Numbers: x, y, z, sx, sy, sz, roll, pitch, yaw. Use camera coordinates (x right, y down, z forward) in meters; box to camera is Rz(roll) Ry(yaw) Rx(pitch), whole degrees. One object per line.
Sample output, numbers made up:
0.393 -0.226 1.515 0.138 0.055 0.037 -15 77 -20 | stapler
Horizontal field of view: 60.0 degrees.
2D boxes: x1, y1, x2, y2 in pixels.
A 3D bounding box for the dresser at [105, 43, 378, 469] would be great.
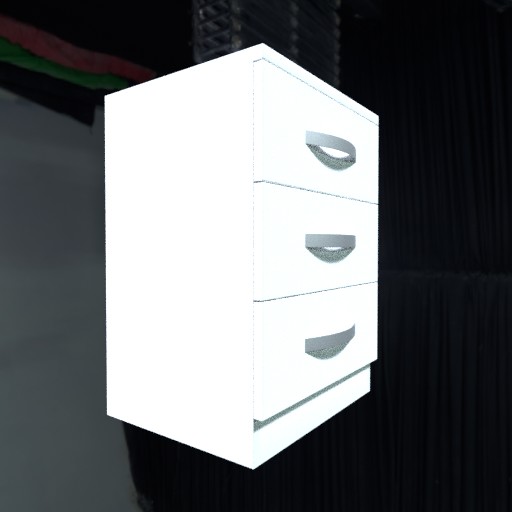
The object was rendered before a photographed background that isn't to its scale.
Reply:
0.000 0.000 0.832 0.360 0.560 0.400 1 2 36 | dresser
